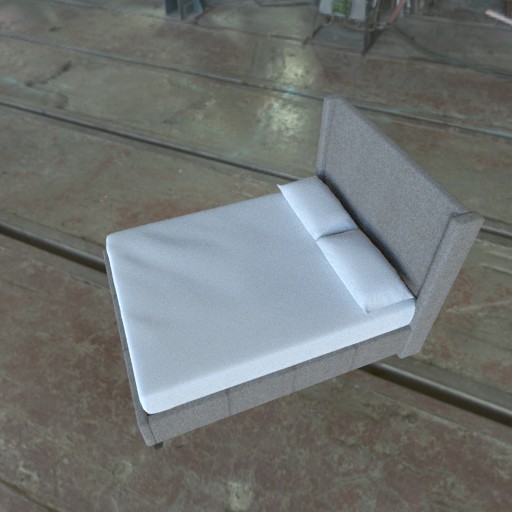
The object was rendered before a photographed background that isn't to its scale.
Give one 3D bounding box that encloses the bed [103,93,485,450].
[{"bbox_3d":[0.000,0.000,3.398,2.245,1.481,1.714,-15,48,-14],"label":"bed"}]
